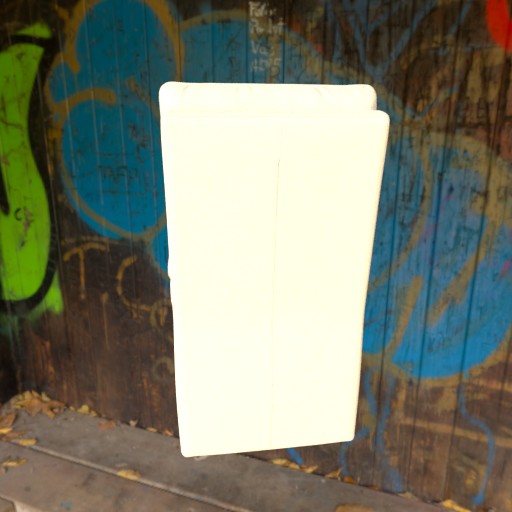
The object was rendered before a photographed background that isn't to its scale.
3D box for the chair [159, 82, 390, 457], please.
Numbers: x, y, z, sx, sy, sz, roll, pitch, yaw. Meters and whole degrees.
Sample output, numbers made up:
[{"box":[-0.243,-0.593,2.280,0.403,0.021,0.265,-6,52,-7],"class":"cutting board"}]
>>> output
[{"box":[0.000,0.000,1.324,0.503,0.927,0.698,-2,16,-8],"class":"chair"}]
